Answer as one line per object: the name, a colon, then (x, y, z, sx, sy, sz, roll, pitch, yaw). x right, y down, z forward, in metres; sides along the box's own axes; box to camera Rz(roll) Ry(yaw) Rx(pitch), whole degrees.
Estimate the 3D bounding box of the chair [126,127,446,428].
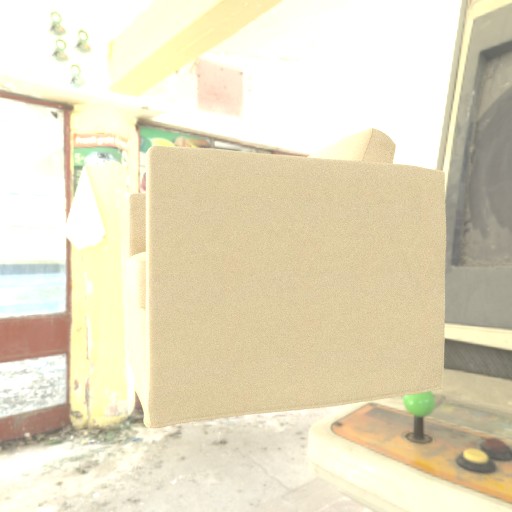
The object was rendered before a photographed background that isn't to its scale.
chair: (0.000, 0.000, 1.729, 0.947, 0.851, 1.057, 0, 0, -19)
